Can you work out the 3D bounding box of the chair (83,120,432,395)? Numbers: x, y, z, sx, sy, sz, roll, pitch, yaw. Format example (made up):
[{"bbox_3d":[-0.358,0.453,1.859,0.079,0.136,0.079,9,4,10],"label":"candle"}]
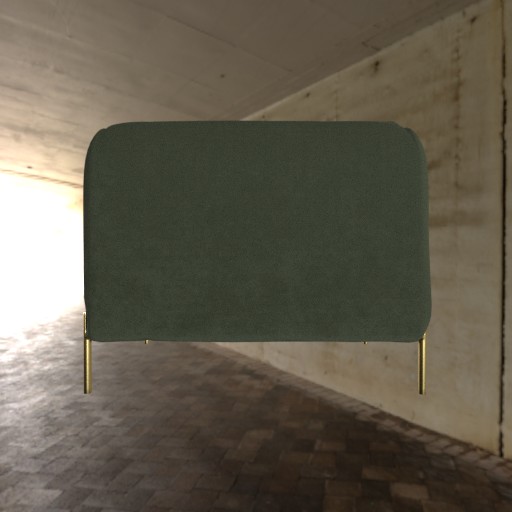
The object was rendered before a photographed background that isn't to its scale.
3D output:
[{"bbox_3d":[0.000,0.000,1.655,1.032,0.794,0.877,0,1,0],"label":"chair"}]
